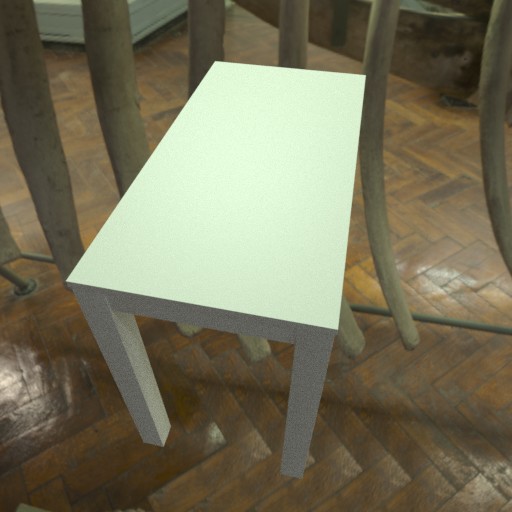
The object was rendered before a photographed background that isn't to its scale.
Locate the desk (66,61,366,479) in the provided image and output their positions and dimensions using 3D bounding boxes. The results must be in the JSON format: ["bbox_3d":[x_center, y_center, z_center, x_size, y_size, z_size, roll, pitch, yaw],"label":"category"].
[{"bbox_3d":[0.000,0.000,1.384,0.497,0.762,0.990,9,47,9],"label":"desk"}]
